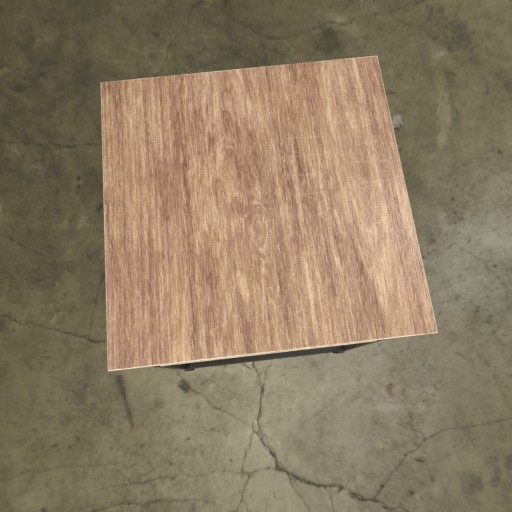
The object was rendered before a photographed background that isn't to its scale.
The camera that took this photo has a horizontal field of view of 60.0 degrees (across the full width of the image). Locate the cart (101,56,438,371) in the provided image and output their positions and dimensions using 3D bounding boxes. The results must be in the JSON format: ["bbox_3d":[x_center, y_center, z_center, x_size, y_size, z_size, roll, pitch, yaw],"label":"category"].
[{"bbox_3d":[0.000,0.000,1.128,0.520,0.762,0.521,-6,75,-2],"label":"cart"}]
